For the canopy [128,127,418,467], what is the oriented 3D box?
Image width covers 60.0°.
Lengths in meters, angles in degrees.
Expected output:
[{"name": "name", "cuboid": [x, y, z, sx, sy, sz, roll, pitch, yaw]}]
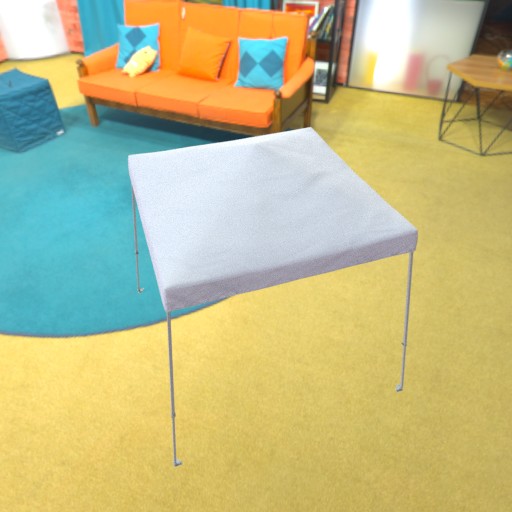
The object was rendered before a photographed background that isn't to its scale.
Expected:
[{"name": "canopy", "cuboid": [0.000, 0.000, 5.205, 2.850, 2.850, 2.849, -13, 42, -15]}]
